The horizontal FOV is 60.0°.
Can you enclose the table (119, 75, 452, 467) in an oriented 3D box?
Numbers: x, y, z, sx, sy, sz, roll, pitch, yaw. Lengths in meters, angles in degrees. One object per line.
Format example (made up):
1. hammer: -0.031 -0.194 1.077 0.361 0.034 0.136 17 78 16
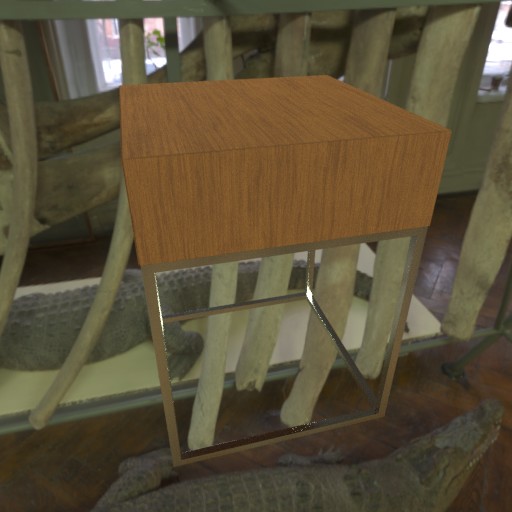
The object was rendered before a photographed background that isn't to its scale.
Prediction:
1. table: 0.000 0.000 0.811 0.398 0.540 0.397 -8 33 -13
